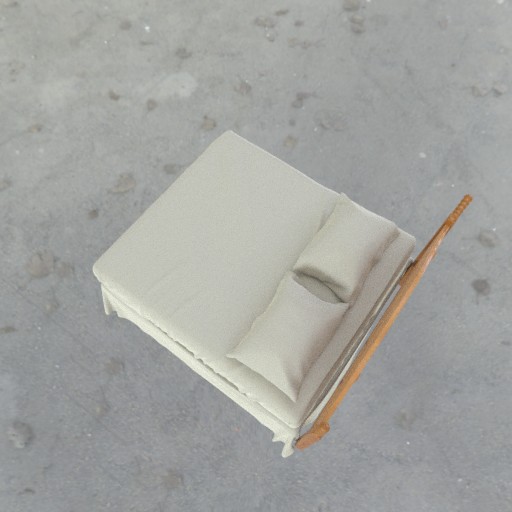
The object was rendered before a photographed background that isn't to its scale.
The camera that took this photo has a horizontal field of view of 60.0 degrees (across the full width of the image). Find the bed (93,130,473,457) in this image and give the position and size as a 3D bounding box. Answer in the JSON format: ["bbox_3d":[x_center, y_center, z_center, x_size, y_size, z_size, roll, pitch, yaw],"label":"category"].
[{"bbox_3d":[0.000,0.000,3.210,2.040,1.356,1.873,33,68,15],"label":"bed"}]
